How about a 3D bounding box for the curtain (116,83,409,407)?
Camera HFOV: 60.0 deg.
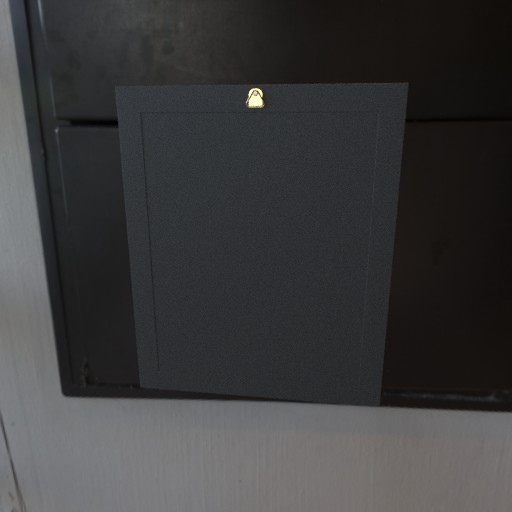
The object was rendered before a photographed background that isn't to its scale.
[{"bbox_3d":[0.000,0.000,0.811,0.483,0.585,0.027,2,16,8],"label":"curtain"}]
